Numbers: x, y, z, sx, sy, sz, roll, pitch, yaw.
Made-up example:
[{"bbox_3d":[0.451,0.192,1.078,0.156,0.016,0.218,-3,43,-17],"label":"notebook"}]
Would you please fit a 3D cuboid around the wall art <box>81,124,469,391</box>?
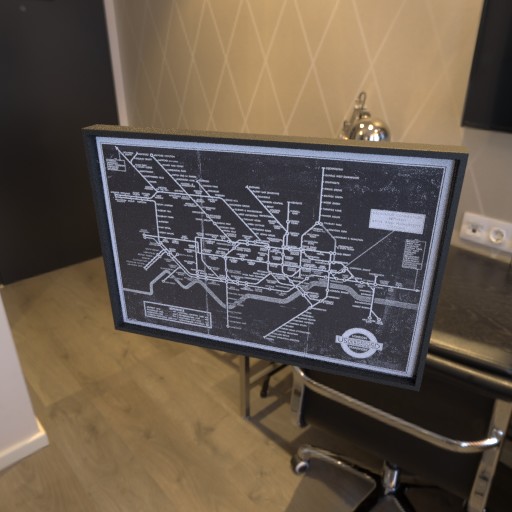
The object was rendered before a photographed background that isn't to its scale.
[{"bbox_3d":[0.000,0.000,0.860,0.671,0.456,0.051,8,27,16],"label":"wall art"}]
